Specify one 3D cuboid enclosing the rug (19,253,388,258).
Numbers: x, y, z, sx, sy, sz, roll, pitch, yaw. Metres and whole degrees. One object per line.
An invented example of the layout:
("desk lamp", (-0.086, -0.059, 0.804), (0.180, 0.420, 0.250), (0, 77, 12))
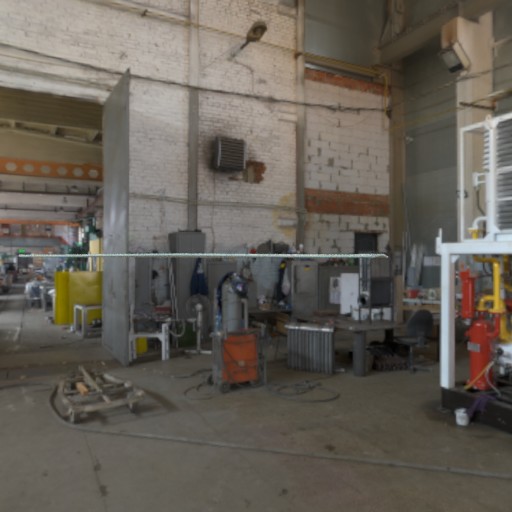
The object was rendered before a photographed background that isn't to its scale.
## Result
("rug", (0.000, 0.000, 2.900), (1.611, 0.026, 2.260), (0, 0, 18))
